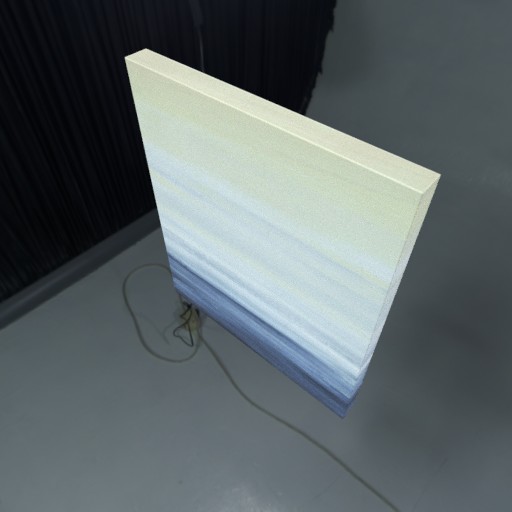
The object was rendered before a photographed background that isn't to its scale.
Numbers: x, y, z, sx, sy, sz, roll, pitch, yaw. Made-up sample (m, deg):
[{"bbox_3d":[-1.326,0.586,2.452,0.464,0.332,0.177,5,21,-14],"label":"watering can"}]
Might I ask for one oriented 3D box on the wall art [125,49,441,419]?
[{"bbox_3d":[0.000,0.000,0.698,0.435,0.511,0.037,33,55,26],"label":"wall art"}]
